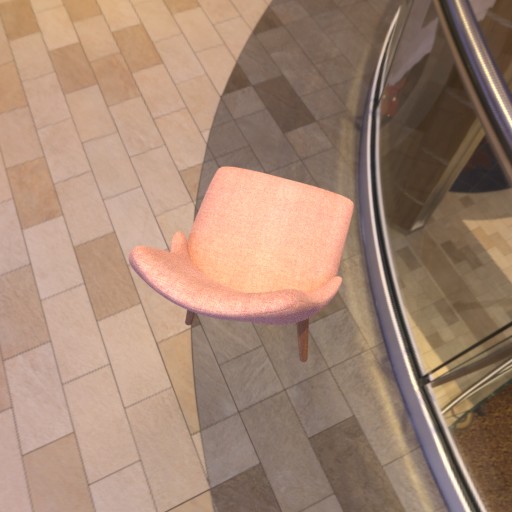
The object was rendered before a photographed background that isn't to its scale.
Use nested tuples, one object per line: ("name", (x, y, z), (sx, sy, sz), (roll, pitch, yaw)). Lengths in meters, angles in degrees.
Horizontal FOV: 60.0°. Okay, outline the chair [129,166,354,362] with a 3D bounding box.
("chair", (0.000, 0.000, 1.338), (0.535, 0.918, 0.707), (17, 64, 8))
